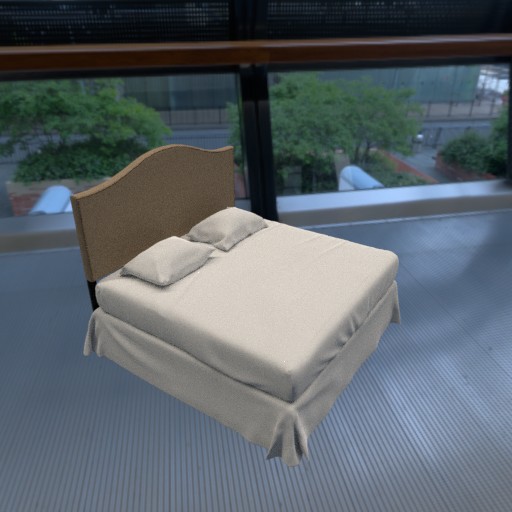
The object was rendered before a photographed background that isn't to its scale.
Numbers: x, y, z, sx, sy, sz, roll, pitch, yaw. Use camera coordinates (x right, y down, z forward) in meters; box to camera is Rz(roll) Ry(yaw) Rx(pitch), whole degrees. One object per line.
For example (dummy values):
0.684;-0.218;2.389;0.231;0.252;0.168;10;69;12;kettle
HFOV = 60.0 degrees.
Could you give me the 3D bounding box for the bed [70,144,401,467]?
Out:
0.000;0.000;3.876;2.222;1.651;2.311;18;32;30;bed
